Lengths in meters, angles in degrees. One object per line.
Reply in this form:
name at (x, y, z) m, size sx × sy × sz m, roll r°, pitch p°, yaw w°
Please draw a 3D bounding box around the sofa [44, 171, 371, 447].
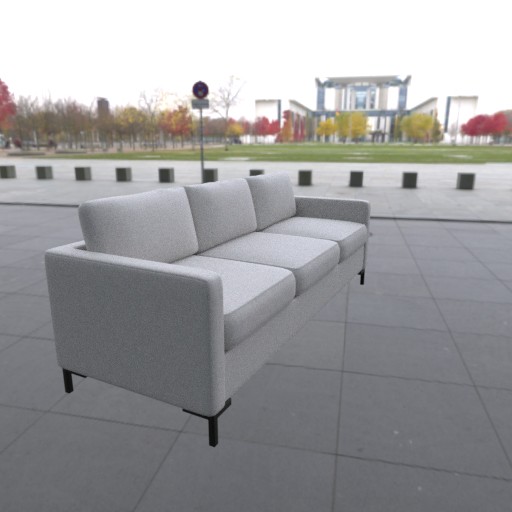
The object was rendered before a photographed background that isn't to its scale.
sofa at (0.000, 0.000, 2.650) m, size 0.859 × 0.874 × 2.218 m, roll 8°, pitch 17°, yaw 27°
